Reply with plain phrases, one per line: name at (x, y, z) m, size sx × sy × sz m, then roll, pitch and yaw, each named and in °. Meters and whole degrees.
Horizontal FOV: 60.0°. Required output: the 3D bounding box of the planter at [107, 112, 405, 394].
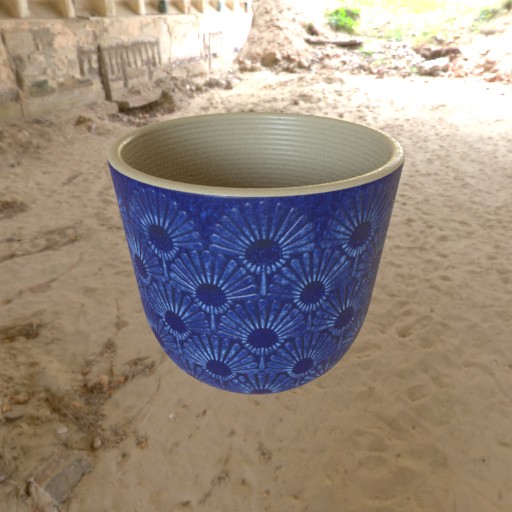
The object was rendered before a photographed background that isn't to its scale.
planter at (0.000, 0.000, 0.365) m, size 0.206 × 0.190 × 0.206 m, roll 0°, pitch 29°, yaw 0°
